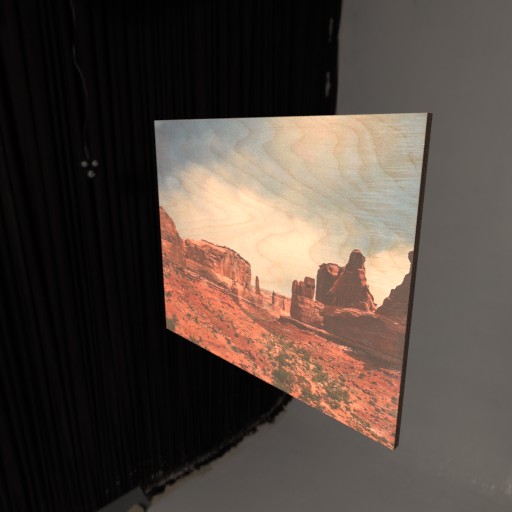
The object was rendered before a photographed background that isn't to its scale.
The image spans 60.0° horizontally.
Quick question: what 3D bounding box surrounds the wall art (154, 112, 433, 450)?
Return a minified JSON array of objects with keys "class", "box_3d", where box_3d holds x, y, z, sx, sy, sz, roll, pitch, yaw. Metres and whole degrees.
[{"class":"wall art","box_3d":[0.000,0.000,0.683,0.013,0.406,0.508,-15,22,-43]}]
